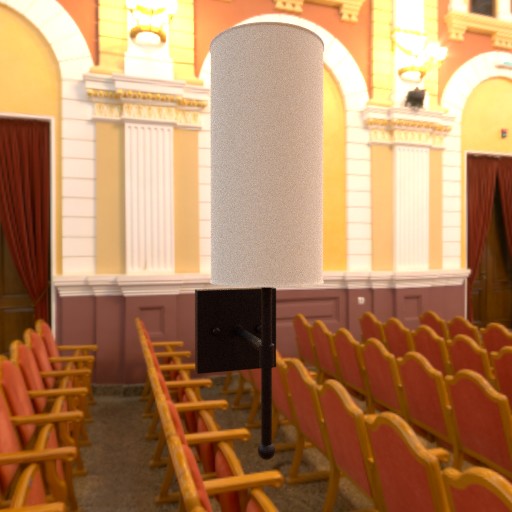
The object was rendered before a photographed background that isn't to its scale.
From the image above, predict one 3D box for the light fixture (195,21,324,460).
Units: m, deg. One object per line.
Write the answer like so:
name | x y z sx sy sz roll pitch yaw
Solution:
light fixture | 0.000 0.000 0.539 0.128 0.462 0.208 0 1 -17
